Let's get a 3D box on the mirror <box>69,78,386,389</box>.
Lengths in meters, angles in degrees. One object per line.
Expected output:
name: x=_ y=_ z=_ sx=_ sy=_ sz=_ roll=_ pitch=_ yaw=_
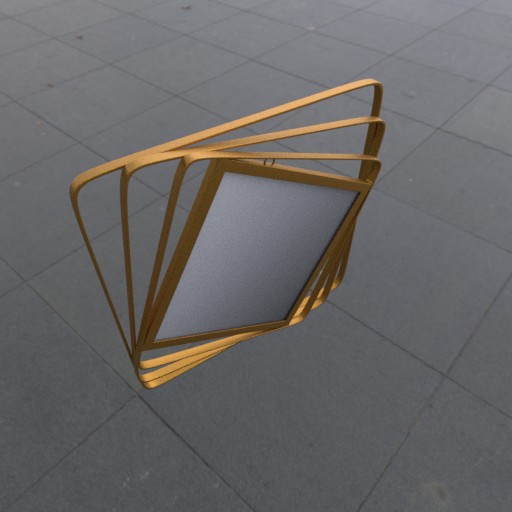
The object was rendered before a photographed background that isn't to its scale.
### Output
mirror: x=0.000 y=0.000 z=0.710 sx=0.470 sy=0.468 sz=0.045 roll=-25 pitch=51 yaw=-22
